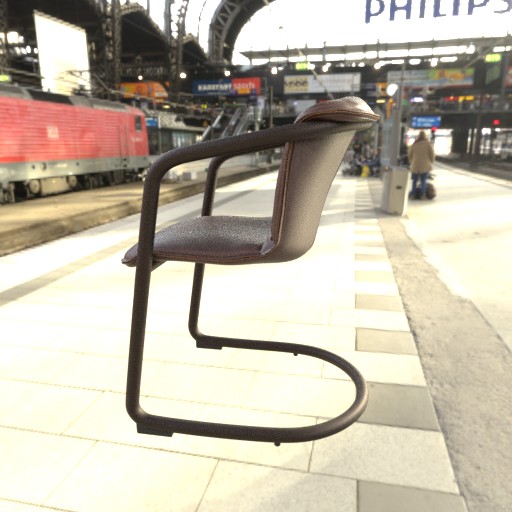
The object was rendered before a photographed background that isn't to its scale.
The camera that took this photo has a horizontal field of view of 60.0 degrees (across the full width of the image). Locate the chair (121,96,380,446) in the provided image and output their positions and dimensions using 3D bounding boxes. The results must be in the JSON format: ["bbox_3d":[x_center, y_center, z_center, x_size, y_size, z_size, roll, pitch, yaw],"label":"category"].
[{"bbox_3d":[0.000,0.000,1.247,0.664,0.836,0.536,3,14,10],"label":"chair"}]
